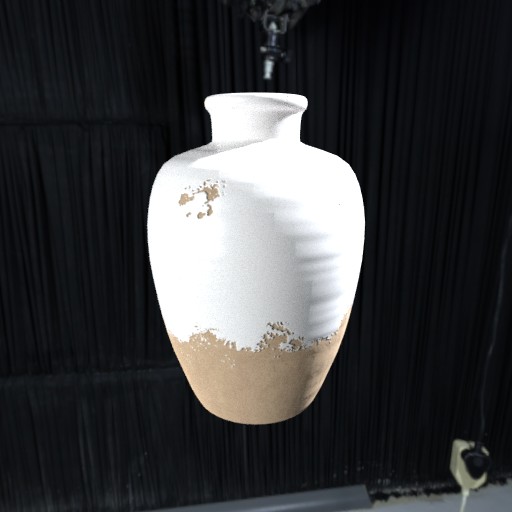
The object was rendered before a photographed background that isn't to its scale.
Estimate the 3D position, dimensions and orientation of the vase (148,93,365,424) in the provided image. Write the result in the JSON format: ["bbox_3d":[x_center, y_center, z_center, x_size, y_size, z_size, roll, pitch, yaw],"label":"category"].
[{"bbox_3d":[0.000,0.000,0.338,0.158,0.228,0.158,0,15,0],"label":"vase"}]
